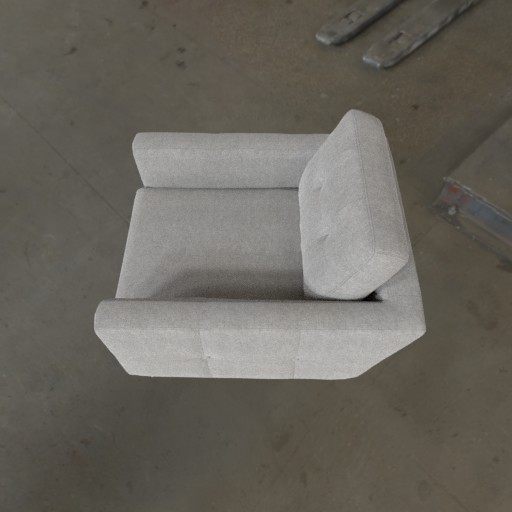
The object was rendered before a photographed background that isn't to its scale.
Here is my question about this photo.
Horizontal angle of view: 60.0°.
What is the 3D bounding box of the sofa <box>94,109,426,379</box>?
[{"bbox_3d":[0.000,0.000,1.544,0.920,0.860,0.770,0,58,0],"label":"sofa"}]
